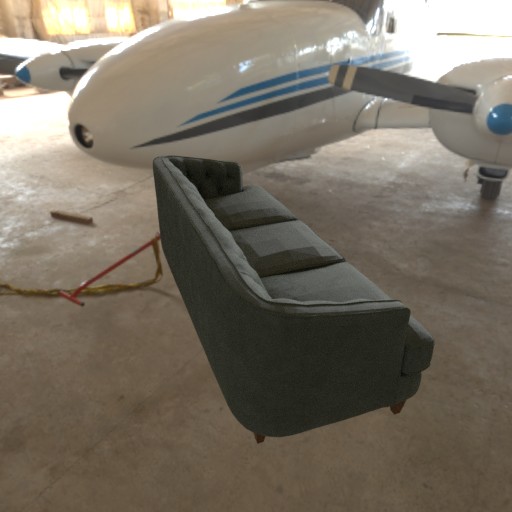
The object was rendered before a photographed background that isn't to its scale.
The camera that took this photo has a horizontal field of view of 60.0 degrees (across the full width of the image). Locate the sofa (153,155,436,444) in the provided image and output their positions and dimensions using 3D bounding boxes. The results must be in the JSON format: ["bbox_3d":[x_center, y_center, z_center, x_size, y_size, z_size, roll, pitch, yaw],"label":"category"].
[{"bbox_3d":[0.000,0.000,2.792,0.941,0.855,2.278,-10,30,-18],"label":"sofa"}]
